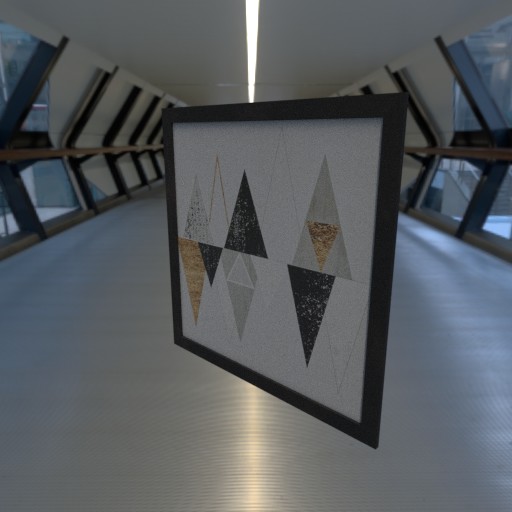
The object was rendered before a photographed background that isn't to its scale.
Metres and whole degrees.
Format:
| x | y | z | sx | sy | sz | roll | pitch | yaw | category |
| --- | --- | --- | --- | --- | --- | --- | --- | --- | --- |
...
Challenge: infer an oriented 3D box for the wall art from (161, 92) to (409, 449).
| x | y | z | sx | sy | sz | roll | pitch | yaw | category |
| --- | --- | --- | --- | --- | --- | --- | --- | --- | --- |
| 0.000 | 0.000 | 1.254 | 0.823 | 0.823 | 0.013 | 14 | 21 | 42 | wall art |
